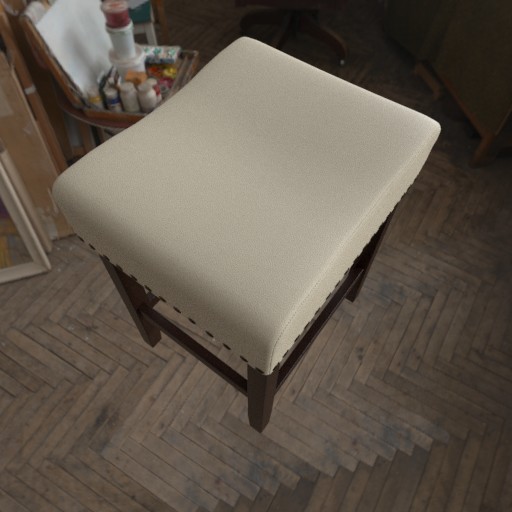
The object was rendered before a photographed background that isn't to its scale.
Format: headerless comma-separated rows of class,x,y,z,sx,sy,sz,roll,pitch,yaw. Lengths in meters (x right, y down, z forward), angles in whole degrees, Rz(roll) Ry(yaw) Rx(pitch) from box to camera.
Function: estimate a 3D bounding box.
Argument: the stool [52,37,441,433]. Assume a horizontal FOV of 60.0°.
stool,0.000,0.000,0.911,0.401,0.609,0.471,33,64,18
